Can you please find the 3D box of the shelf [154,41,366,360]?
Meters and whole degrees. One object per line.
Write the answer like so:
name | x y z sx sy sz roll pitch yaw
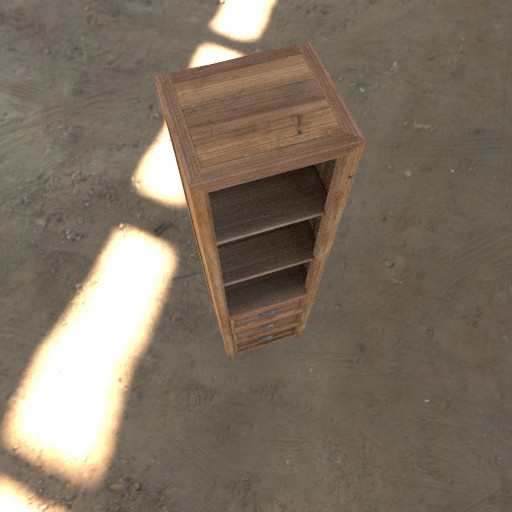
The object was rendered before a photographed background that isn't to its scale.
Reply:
shelf | 0.000 0.000 2.114 0.500 1.900 0.428 -16 65 -8
